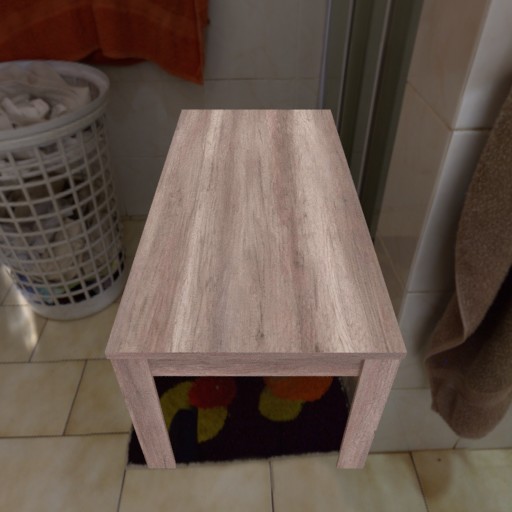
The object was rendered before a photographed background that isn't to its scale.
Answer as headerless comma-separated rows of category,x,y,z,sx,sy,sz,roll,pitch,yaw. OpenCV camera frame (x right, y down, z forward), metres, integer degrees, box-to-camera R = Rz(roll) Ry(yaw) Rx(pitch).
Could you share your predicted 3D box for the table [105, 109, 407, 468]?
table,0.000,0.000,2.258,0.900,0.790,1.800,0,41,0
